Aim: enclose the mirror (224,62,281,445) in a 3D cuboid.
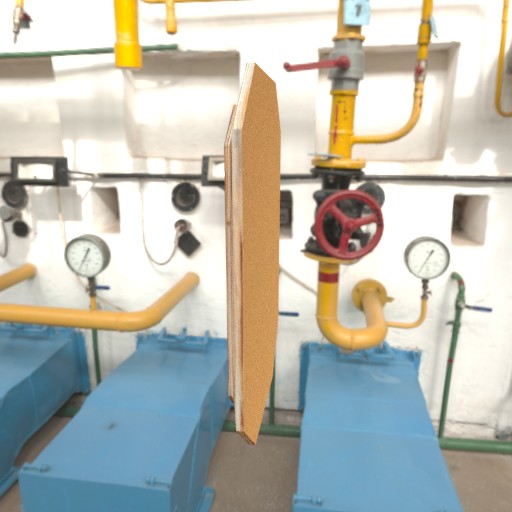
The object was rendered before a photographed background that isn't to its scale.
[{"bbox_3d":[0.000,0.000,1.326,0.061,1.015,0.709,2,15,9],"label":"mirror"}]
